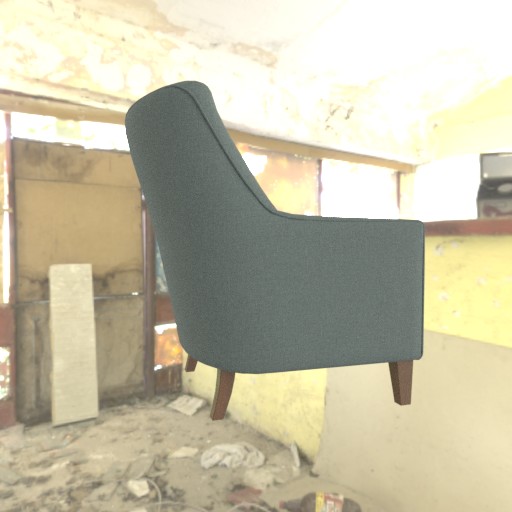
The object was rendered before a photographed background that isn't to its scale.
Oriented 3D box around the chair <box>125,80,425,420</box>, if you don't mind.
[{"bbox_3d":[0.000,0.000,1.559,0.879,0.916,0.756,0,1,-17],"label":"chair"}]
